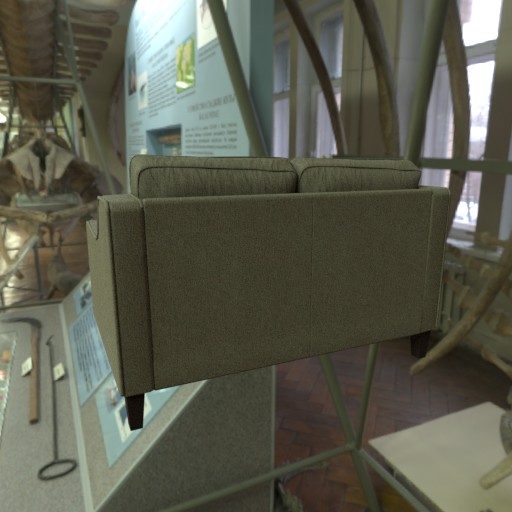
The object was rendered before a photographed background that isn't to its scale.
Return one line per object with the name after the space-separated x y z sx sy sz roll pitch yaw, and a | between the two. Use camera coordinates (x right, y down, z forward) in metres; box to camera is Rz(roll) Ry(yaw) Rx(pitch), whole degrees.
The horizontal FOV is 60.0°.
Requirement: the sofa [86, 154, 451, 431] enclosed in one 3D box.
0.000 0.000 2.200 1.503 0.981 0.985 -6 14 -24 | sofa
